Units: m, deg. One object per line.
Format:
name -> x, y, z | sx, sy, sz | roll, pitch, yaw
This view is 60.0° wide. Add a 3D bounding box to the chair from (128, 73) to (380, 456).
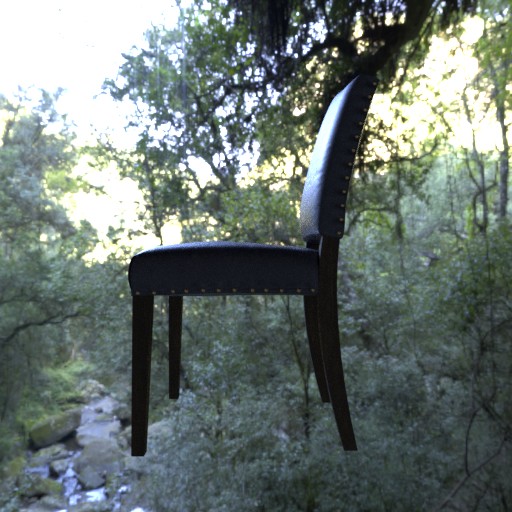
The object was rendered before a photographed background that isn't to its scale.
chair -> 0.000, 0.000, 1.334 | 0.633, 0.991, 0.500 | 0, -1, 0
